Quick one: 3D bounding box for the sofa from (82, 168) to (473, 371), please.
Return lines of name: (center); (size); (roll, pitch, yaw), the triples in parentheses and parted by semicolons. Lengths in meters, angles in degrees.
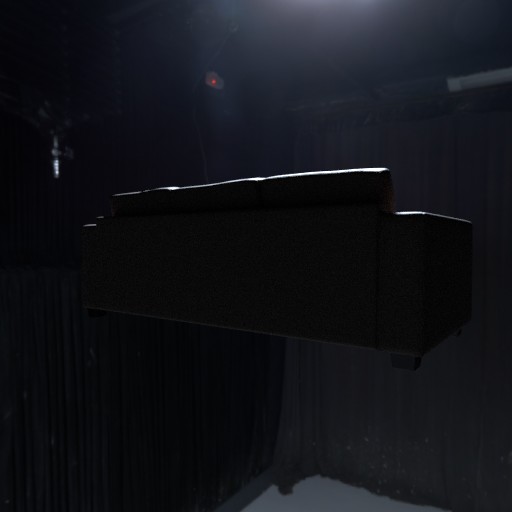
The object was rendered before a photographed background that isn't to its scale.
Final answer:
sofa: (0.000, 0.000, 2.580); (2.160, 0.806, 0.900); (1, 2, 36)
